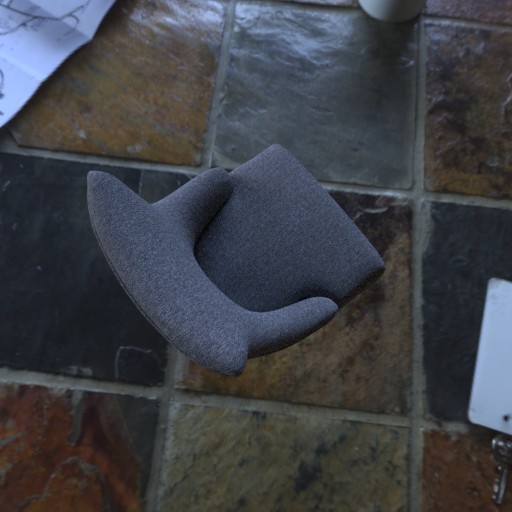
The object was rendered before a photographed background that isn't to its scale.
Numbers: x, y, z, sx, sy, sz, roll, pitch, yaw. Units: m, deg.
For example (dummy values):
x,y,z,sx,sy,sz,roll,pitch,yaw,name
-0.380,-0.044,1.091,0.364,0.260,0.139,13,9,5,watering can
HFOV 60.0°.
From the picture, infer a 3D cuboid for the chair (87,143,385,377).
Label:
x,y,z,sx,sy,sz,roll,pitch,yaw,name
0.000,0.000,1.319,0.629,0.909,0.566,-37,78,-9,chair
